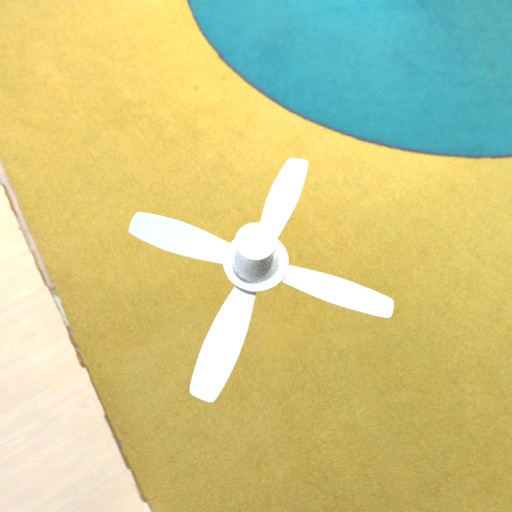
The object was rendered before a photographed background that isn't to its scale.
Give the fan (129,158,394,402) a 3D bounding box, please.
[{"bbox_3d":[0.000,0.000,2.603,1.694,0.382,1.693,18,65,9],"label":"fan"}]
